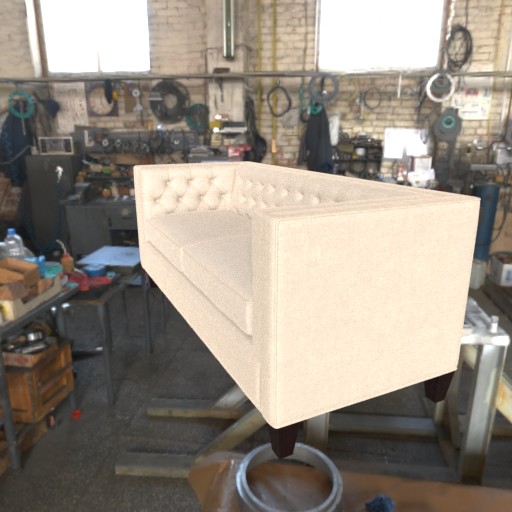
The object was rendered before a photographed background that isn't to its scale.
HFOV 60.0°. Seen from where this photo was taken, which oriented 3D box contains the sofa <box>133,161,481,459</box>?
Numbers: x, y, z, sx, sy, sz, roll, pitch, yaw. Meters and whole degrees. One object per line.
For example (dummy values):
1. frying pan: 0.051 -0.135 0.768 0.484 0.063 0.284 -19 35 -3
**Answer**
1. sofa: 0.000 0.000 2.140 0.775 0.762 1.778 -8 18 -25
